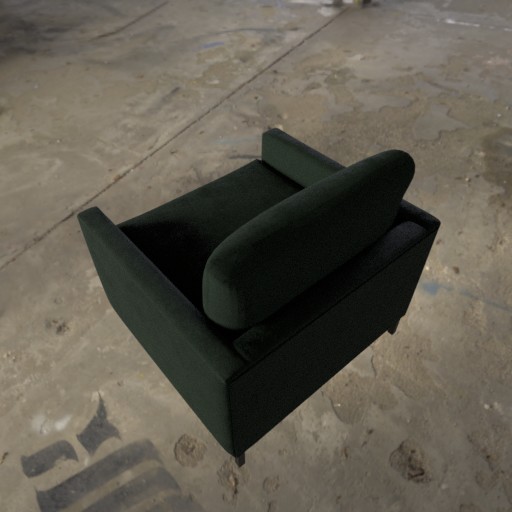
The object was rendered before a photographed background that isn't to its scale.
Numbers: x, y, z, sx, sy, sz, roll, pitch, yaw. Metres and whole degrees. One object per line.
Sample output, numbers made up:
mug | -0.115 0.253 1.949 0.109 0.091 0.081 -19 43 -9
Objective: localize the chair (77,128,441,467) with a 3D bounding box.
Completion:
chair | 0.000 0.000 1.647 0.963 0.861 0.866 -31 52 -27
